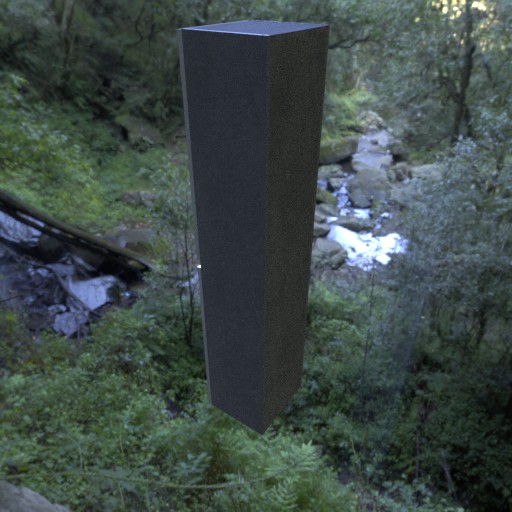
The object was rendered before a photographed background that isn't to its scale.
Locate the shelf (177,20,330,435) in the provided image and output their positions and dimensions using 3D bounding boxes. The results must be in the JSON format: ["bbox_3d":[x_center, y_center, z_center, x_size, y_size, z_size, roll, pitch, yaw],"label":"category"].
[{"bbox_3d":[0.000,0.000,1.517,0.270,1.400,0.300,21,38,29],"label":"shelf"}]
